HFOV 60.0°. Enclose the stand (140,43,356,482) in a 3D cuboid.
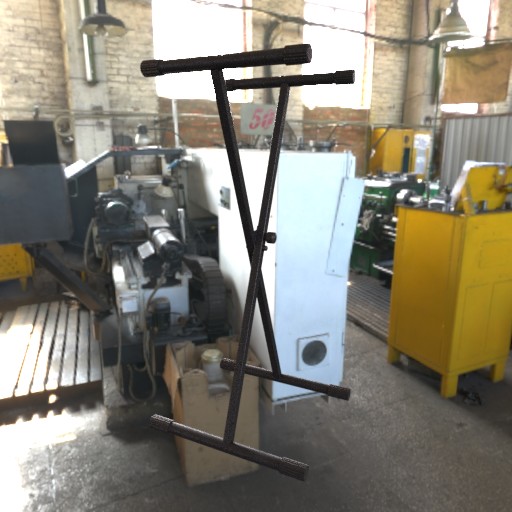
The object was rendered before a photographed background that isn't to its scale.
[{"bbox_3d":[0.000,0.000,1.174,0.449,0.940,0.409,7,16,26],"label":"stand"}]
